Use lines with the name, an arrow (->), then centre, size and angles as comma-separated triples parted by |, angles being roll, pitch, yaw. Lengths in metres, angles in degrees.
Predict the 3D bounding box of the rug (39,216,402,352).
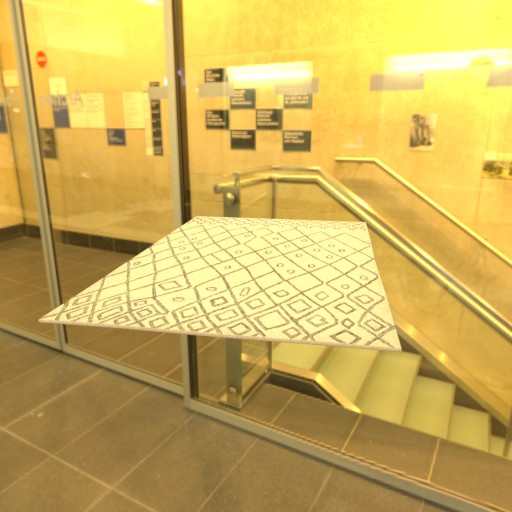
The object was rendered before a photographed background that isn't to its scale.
rug -> 0.000, 0.000, 2.306 | 1.222, 0.015, 1.828 | 3, 17, 10
